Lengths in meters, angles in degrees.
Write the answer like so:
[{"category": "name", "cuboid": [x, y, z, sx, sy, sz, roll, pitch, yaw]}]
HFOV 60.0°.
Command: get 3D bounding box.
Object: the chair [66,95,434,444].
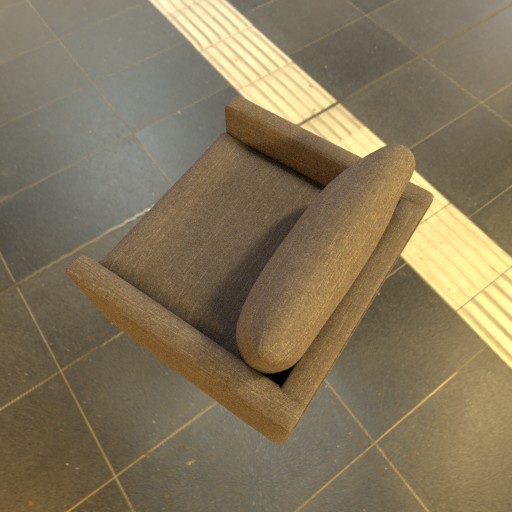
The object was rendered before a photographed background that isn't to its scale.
[{"category": "chair", "cuboid": [0.000, 0.000, 1.585, 0.845, 0.841, 0.940, 31, 67, 15]}]
